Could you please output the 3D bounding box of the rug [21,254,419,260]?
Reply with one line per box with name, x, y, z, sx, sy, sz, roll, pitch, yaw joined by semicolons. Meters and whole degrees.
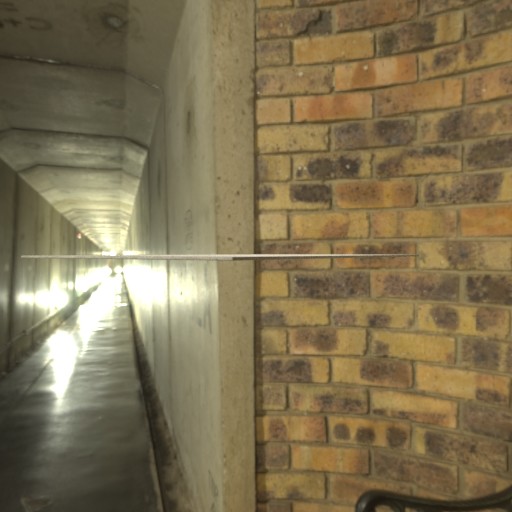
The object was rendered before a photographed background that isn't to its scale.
rug;0.000;0.000;3.047;1.524;0.014;2.438;0;1;35
